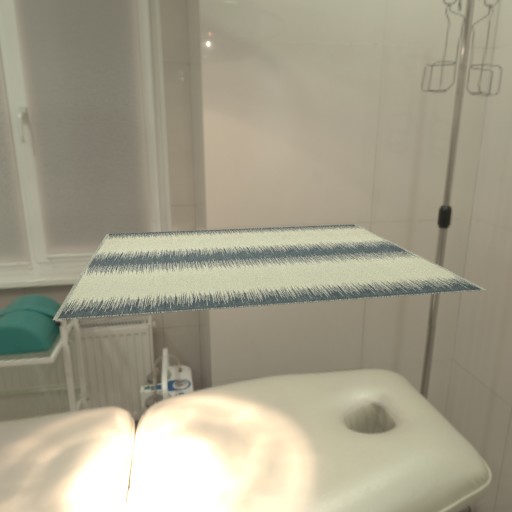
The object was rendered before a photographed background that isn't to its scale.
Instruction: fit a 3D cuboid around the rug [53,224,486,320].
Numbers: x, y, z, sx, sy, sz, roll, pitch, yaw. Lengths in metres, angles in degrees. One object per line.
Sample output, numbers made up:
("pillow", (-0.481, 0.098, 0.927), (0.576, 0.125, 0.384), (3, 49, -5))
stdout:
("rug", (0.000, 0.000, 4.174), (3.037, 0.004, 2.453), (-3, 16, -10))
